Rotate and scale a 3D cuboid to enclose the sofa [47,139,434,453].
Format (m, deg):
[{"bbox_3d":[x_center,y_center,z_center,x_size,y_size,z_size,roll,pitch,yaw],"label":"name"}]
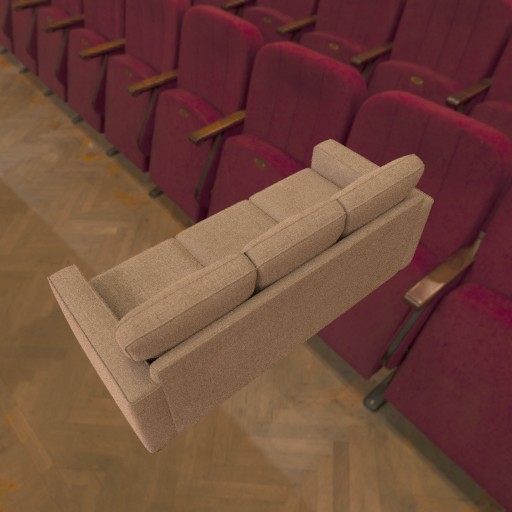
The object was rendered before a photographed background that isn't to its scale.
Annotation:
[{"bbox_3d":[0.000,0.000,2.657,2.133,0.965,0.939,-31,54,-26],"label":"sofa"}]
